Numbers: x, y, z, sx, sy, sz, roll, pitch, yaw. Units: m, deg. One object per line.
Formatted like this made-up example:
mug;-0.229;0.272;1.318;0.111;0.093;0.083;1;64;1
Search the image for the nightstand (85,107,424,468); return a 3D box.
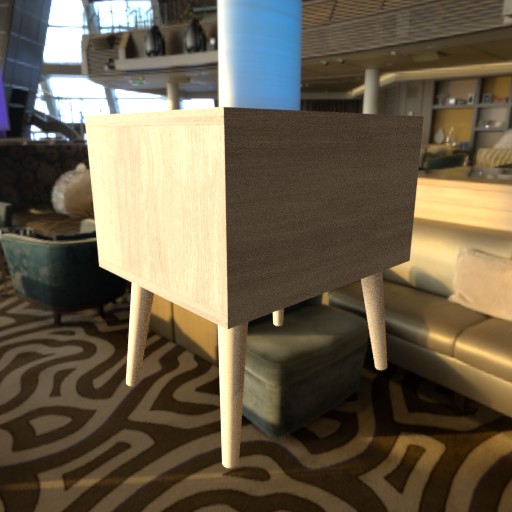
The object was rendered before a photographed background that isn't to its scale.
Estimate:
nightstand;0.000;0.000;0.831;0.450;0.500;0.380;-14;21;-41
